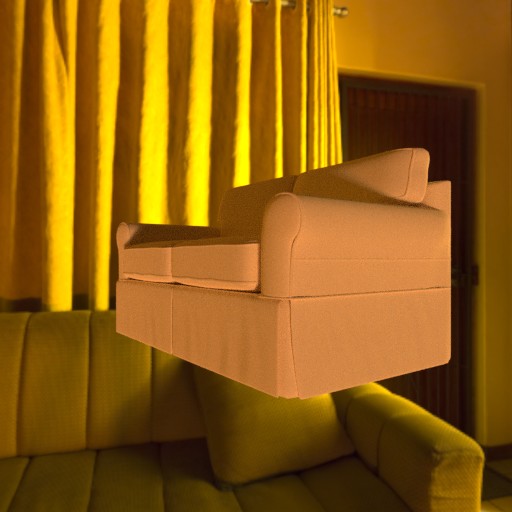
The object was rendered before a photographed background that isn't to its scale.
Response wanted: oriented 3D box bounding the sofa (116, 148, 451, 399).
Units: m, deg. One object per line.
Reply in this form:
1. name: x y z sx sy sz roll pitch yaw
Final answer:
1. sofa: 0.000 0.000 2.336 0.991 0.940 1.727 0 0 -36
